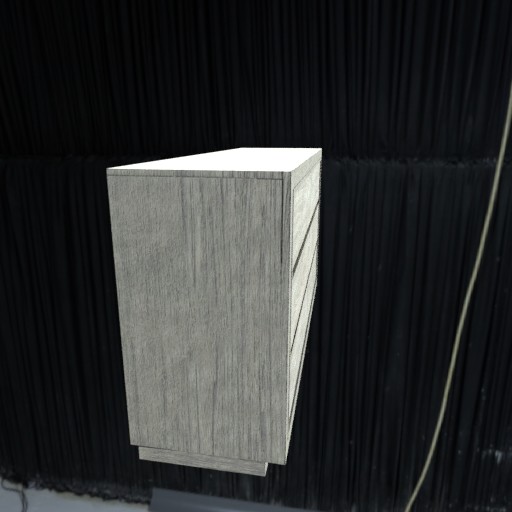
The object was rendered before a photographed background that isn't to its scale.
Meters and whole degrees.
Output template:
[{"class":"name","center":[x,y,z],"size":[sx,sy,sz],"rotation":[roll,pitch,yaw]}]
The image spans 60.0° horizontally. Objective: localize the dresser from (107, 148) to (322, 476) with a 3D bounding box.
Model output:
[{"class":"dresser","center":[0.000,0.000,1.993],"size":[0.483,0.889,1.628],"rotation":[3,16,10]}]
